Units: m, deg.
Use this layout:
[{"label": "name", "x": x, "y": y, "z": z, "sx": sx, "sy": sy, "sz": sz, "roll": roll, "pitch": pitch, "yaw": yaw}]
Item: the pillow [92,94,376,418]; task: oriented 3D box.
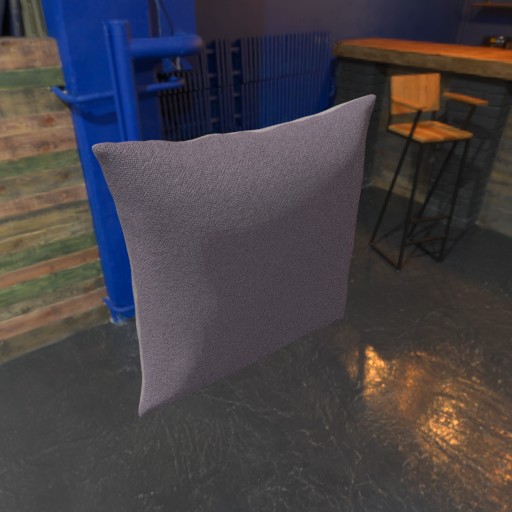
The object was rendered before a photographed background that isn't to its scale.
[{"label": "pillow", "x": 0.000, "y": 0.000, "z": 0.697, "sx": 0.452, "sy": 0.439, "sz": 0.204, "roll": -20, "pitch": 36, "yaw": -30}]
